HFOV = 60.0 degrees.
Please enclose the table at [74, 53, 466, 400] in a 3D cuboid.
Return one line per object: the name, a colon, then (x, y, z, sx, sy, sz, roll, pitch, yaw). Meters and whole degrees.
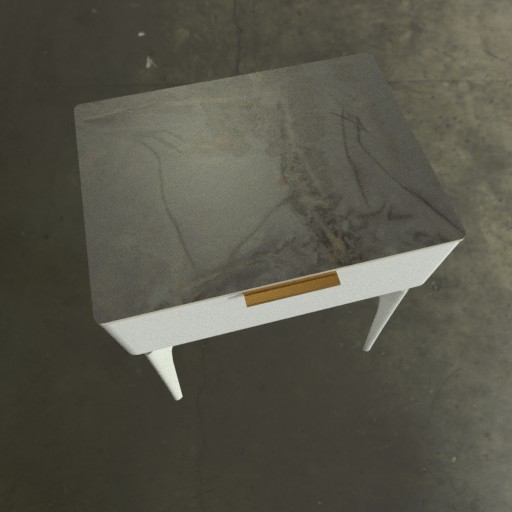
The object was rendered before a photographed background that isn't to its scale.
table: (0.000, 0.000, 0.902, 0.500, 0.570, 0.400, -13, 64, -6)
